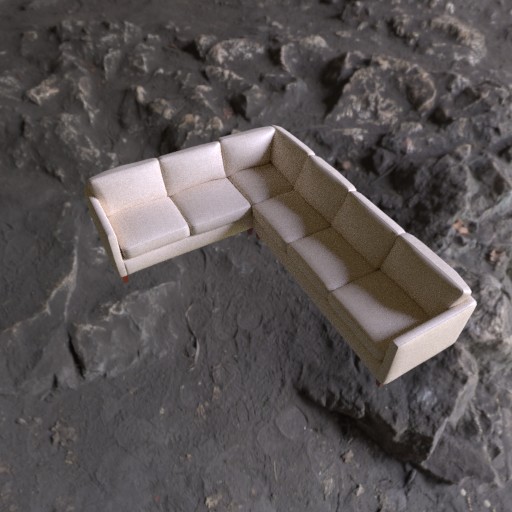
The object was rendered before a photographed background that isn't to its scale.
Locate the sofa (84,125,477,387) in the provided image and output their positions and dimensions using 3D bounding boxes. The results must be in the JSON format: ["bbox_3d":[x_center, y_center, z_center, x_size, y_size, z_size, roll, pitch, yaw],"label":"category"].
[{"bbox_3d":[0.000,0.000,4.496,2.593,0.947,3.302,-22,50,-20],"label":"sofa"}]
